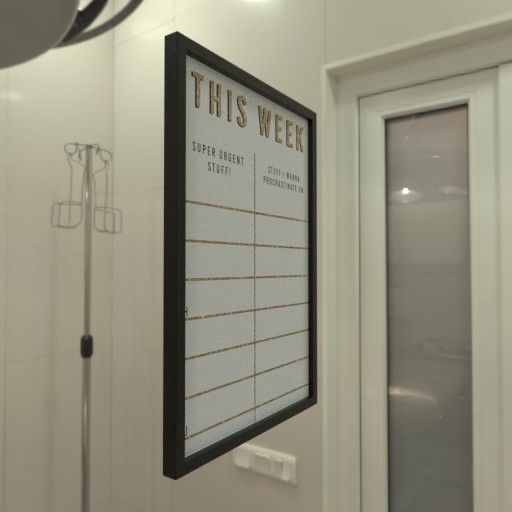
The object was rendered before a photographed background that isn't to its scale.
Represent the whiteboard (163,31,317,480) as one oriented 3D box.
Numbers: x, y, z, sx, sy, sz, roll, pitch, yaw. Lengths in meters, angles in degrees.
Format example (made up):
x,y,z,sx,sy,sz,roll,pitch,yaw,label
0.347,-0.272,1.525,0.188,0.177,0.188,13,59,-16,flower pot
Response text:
x,y,z,sx,sy,sz,roll,pitch,yaw,label
0.000,0.000,0.772,0.026,0.611,0.406,-1,-1,35,whiteboard
